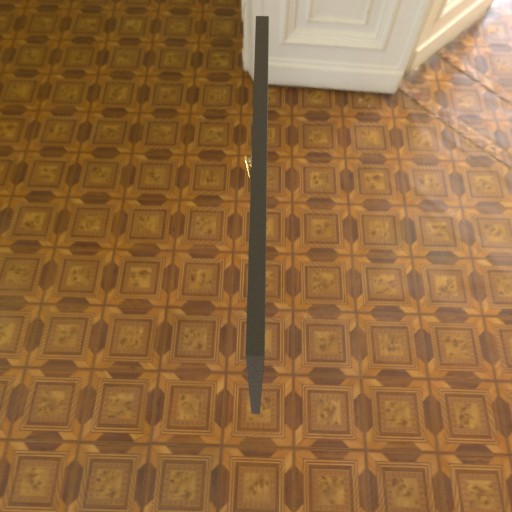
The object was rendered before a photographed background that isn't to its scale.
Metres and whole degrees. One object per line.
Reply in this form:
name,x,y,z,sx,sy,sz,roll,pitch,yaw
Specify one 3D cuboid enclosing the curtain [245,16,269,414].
curtain,0.000,0.000,0.796,0.027,0.585,0.483,1,65,0
